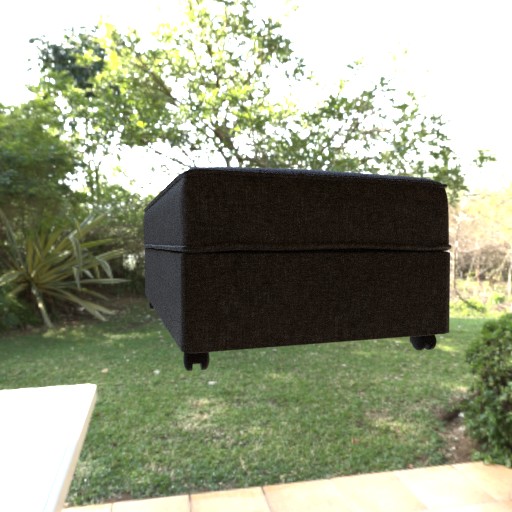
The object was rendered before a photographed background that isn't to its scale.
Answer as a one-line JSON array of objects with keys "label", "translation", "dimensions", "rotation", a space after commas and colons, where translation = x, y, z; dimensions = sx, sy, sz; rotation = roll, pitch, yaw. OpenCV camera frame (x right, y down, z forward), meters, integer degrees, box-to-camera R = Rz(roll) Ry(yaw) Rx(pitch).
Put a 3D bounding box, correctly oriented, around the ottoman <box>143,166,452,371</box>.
[{"label": "ottoman", "translation": [0.000, 0.000, 1.579], "dimensions": [0.717, 0.487, 1.184], "rotation": [-1, 2, -18]}]
